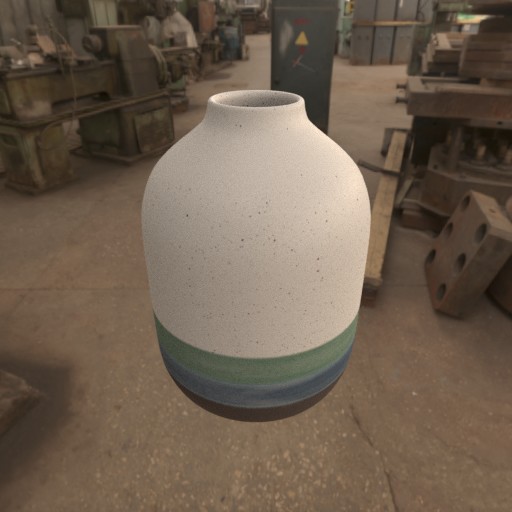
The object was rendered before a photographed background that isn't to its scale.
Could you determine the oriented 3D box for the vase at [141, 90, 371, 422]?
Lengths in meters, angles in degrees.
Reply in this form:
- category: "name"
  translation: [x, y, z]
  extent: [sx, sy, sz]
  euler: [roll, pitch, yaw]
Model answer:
- category: "vase"
  translation: [0.000, 0.000, 0.352]
  extent: [0.169, 0.240, 0.169]
  euler: [0, 30, 0]
